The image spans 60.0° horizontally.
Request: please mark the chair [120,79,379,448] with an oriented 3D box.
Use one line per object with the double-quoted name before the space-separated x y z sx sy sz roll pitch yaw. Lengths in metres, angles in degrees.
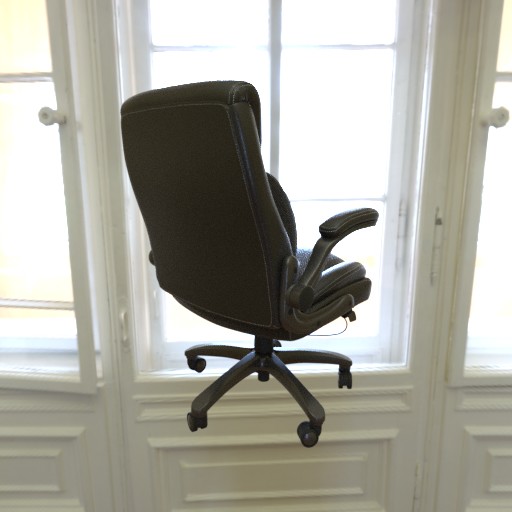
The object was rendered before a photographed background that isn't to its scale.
"chair" 0.000 0.000 1.600 0.782 1.110 0.724 12 18 43
